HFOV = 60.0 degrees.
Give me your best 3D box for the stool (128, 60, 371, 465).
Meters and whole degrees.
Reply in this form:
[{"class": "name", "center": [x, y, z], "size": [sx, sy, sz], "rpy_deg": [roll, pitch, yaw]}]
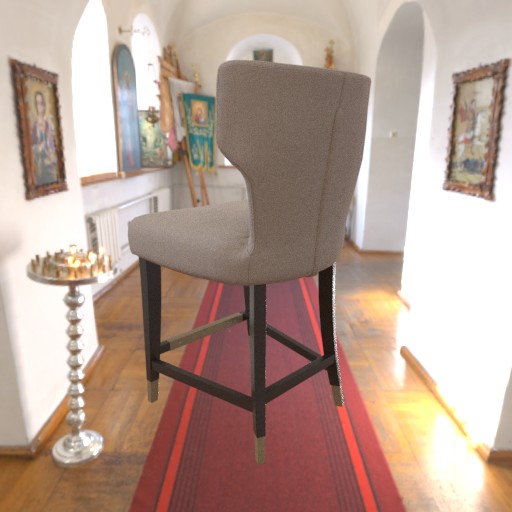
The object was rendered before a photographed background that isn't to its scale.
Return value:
[{"class": "stool", "center": [0.000, 0.000, 1.293], "size": [0.527, 0.982, 0.563], "rpy_deg": [-15, 22, -43]}]
